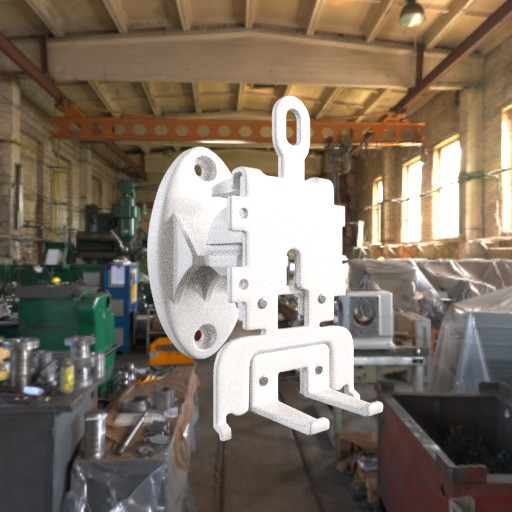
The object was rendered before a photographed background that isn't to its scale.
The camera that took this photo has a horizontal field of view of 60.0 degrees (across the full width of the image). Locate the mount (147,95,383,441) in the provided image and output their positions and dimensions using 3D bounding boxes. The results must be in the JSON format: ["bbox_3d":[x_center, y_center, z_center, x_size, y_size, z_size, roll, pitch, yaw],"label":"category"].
[{"bbox_3d":[0.000,0.000,0.182,0.066,0.118,0.100,0,0,-37],"label":"mount"}]
